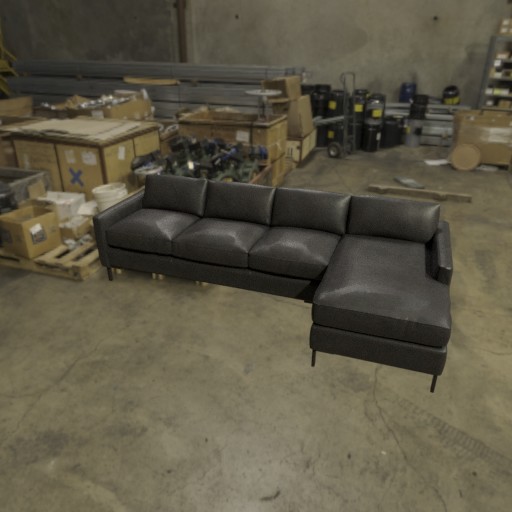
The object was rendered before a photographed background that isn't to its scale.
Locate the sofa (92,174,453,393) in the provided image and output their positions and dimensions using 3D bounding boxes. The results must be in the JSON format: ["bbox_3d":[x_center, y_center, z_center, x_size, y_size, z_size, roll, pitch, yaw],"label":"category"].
[{"bbox_3d":[0.000,0.000,3.688,2.993,0.859,1.471,9,27,17],"label":"sofa"}]
